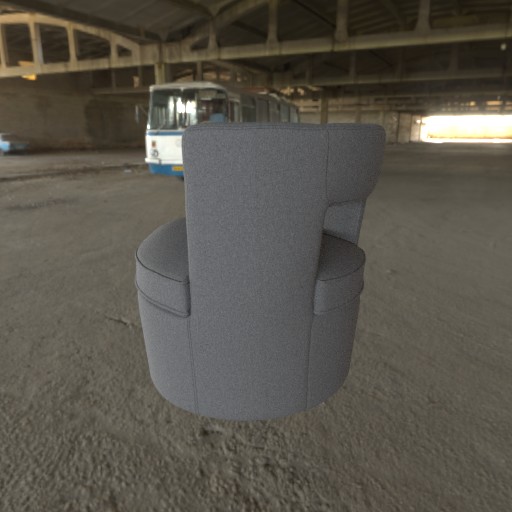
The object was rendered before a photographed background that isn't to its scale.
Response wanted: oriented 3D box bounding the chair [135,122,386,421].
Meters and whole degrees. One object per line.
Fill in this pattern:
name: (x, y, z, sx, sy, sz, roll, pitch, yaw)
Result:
chair: (0.000, 0.000, 1.262, 0.660, 0.719, 0.689, 8, 18, 26)
